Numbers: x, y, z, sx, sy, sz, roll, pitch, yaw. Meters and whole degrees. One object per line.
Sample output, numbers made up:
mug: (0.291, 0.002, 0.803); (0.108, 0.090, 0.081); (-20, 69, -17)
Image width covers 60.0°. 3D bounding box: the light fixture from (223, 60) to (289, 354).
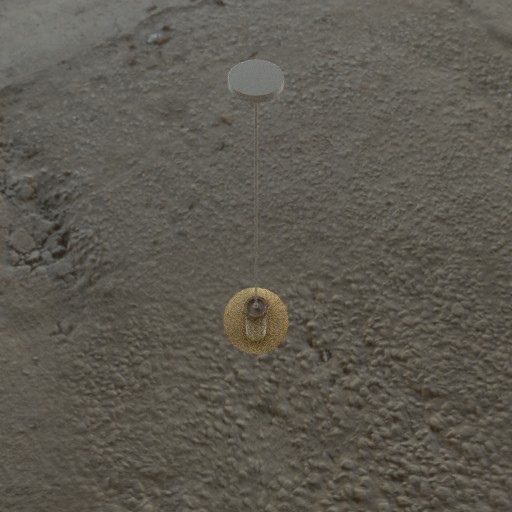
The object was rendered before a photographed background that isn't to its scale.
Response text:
light fixture: (0.000, 0.000, 2.093); (0.406, 1.955, 0.407); (-32, 64, -18)
